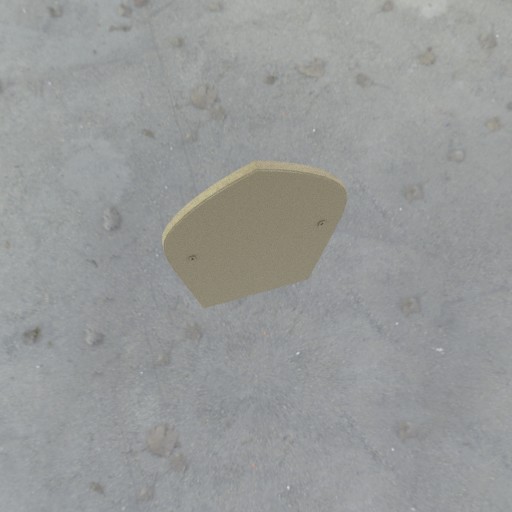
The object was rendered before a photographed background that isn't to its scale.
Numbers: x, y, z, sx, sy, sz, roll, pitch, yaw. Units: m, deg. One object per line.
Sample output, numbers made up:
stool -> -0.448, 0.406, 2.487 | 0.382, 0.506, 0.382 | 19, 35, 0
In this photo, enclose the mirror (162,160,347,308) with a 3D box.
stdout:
mirror -> 0.000, 0.000, 1.318 | 0.464, 1.175, 0.025 | -15, 75, -4
